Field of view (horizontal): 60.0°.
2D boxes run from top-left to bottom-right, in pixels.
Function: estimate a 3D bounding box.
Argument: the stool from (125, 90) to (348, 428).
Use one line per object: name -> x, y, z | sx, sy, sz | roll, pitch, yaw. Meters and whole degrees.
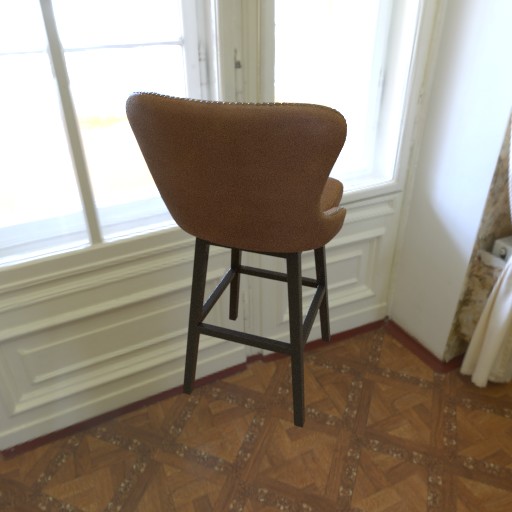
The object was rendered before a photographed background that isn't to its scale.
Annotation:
stool -> 0.000, 0.000, 1.379 | 0.528, 1.050, 0.601 | 10, 33, 16
